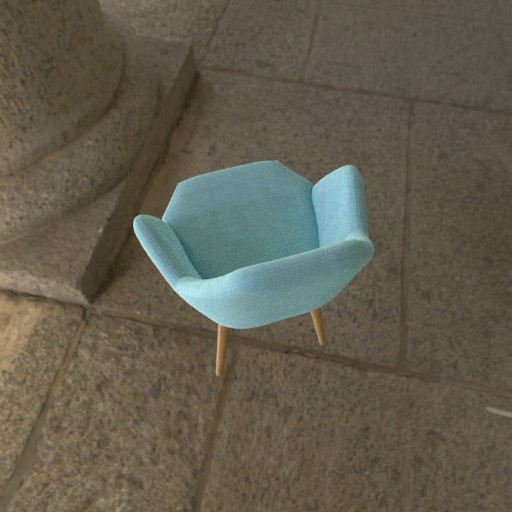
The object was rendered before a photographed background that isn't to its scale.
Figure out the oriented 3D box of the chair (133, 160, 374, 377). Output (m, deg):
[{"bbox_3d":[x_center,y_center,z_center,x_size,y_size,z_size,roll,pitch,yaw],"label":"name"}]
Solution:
[{"bbox_3d":[0.000,0.000,1.266,0.590,0.840,0.610,-15,60,-9],"label":"chair"}]
